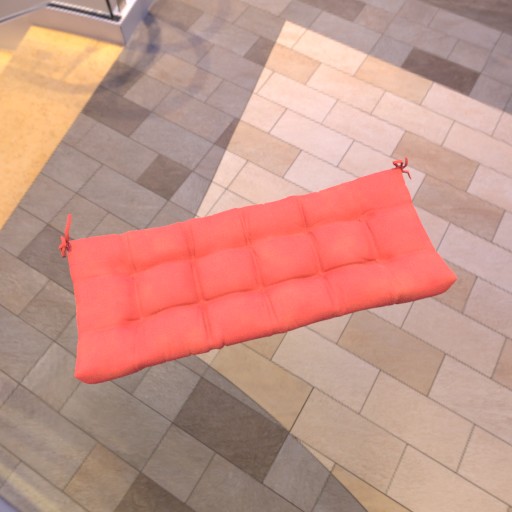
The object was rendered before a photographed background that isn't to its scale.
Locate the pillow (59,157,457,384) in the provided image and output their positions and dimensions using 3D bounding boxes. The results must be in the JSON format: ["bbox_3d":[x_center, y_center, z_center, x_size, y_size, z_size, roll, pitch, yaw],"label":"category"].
[{"bbox_3d":[0.000,0.000,1.373,1.194,0.174,0.511,-13,66,-6],"label":"pillow"}]
